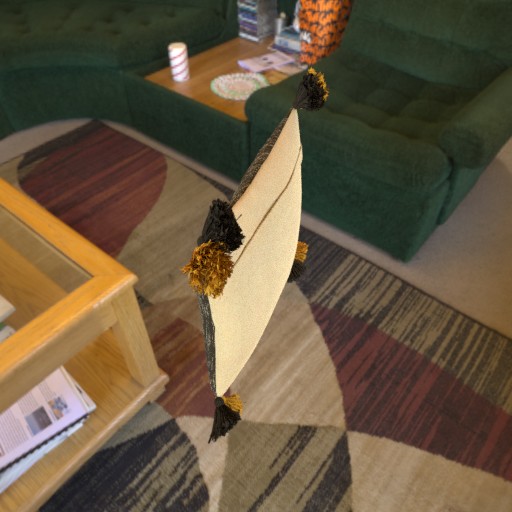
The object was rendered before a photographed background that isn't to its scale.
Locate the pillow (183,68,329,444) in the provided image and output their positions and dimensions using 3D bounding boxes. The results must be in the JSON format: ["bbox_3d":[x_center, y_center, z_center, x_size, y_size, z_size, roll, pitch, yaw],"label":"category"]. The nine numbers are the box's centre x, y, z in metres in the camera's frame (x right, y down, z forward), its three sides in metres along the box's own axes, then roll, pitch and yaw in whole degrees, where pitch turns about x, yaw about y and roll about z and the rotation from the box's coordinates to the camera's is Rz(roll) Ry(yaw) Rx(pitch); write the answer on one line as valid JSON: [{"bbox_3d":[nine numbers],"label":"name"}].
[{"bbox_3d":[0.000,0.000,0.988,0.139,0.659,0.654,16,49,15],"label":"pillow"}]
